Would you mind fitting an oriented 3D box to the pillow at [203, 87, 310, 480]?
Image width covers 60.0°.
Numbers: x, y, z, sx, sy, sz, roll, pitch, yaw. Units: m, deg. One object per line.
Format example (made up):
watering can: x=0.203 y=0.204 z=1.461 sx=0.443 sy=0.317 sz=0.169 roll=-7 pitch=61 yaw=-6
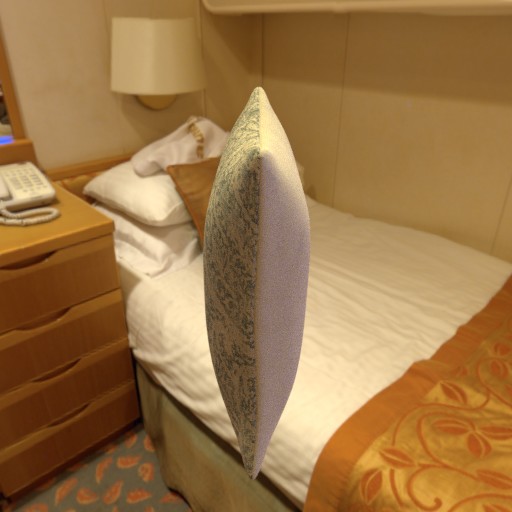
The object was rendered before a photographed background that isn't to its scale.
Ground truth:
pillow: x=0.000 y=0.000 z=0.791 sx=0.166 sy=0.510 sz=0.523 roll=0 pitch=28 yaw=0
